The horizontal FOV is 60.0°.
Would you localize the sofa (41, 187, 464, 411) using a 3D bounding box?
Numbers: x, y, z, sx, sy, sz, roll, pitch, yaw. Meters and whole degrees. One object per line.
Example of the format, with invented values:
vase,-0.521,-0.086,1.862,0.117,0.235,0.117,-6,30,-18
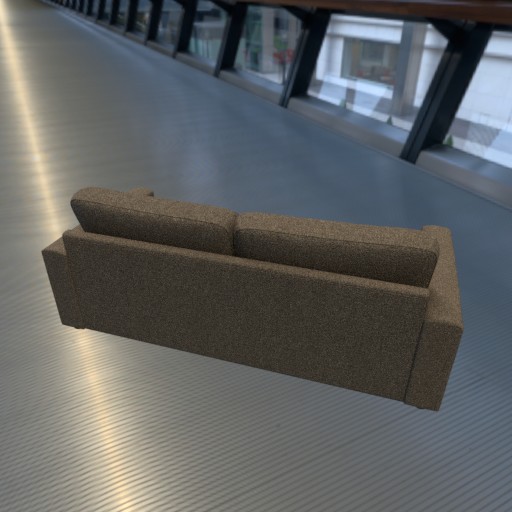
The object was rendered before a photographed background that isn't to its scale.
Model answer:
sofa,0.000,0.000,2.632,2.179,0.873,1.016,9,32,15
